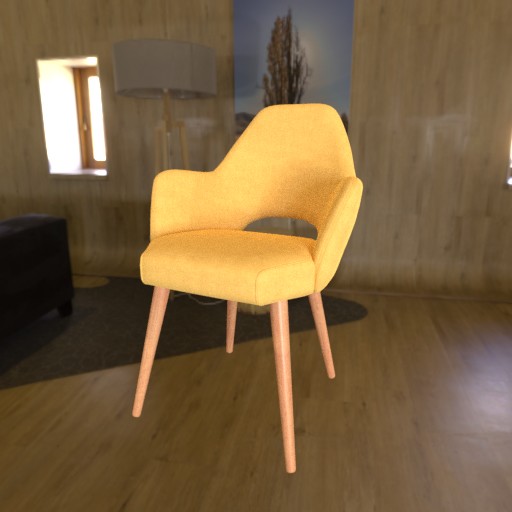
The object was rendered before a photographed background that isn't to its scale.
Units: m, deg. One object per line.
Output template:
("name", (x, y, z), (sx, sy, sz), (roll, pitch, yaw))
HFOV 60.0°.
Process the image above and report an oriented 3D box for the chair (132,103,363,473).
("chair", (0.000, 0.000, 1.241), (0.590, 0.840, 0.610), (8, 17, 26))
